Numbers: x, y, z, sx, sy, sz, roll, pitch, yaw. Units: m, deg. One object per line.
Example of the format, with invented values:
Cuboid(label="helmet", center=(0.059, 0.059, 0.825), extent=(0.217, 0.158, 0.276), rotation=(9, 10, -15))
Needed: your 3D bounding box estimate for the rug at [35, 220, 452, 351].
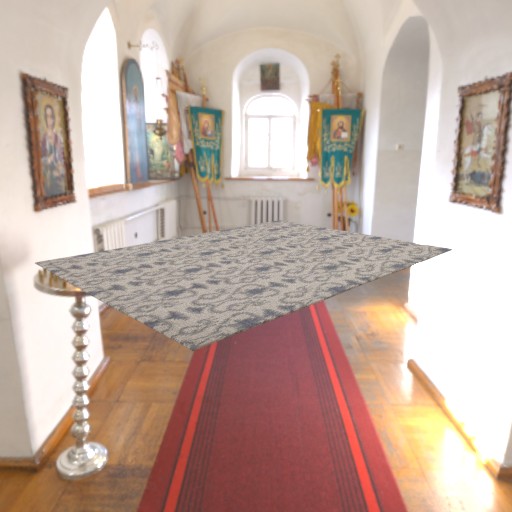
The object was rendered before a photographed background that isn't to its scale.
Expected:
Cuboid(label="rug", center=(0.000, 0.000, 2.954), extent=(2.261, 0.013, 1.676), rotation=(-13, 20, -42))
